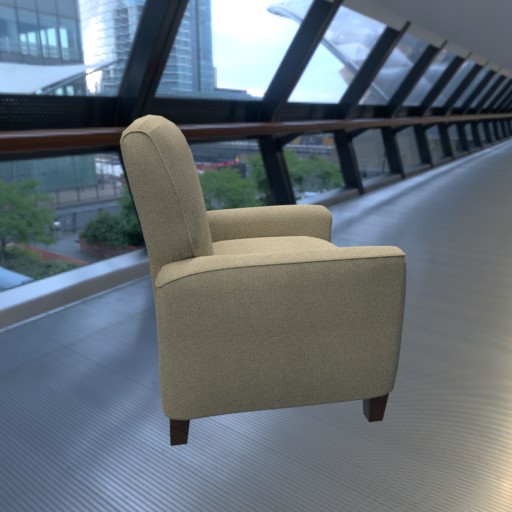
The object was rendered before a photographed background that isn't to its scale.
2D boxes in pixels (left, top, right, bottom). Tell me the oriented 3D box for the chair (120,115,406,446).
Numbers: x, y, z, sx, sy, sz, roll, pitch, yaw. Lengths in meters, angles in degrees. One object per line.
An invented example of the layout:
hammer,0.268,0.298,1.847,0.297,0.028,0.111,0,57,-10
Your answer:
chair,0.000,0.000,1.668,0.853,1.006,0.850,-3,17,-10
